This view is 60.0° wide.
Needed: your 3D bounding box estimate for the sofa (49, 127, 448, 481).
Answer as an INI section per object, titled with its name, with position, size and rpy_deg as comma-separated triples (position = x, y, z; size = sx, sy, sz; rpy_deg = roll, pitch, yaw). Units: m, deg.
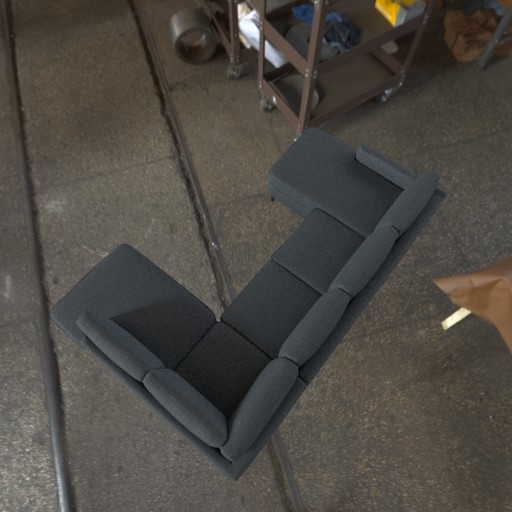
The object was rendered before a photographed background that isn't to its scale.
[sofa]
position = 0.000, 0.000, 3.832
size = 1.984, 0.858, 2.975
rpy_deg = 36, 70, 16
